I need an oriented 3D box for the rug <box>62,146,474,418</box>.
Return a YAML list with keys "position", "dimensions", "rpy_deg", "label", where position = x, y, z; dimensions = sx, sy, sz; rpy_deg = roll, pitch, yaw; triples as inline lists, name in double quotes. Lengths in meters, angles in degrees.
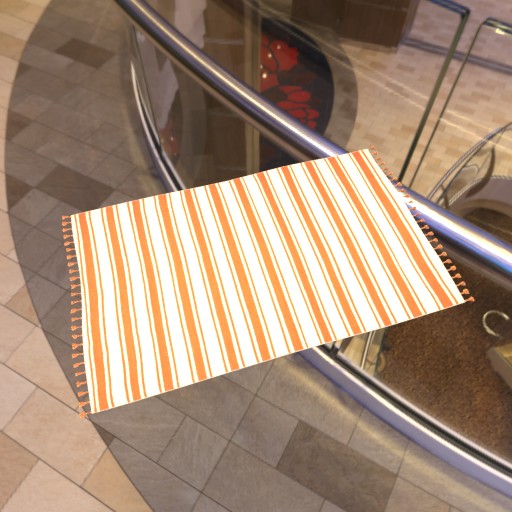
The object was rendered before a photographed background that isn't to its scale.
- position: [0.000, 0.000, 2.522]
  dimensions: [2.092, 0.017, 1.232]
  rpy_deg: [-14, 58, -9]
  label: "rug"
